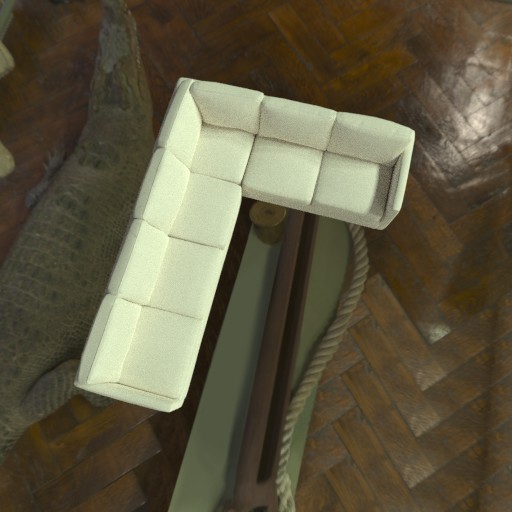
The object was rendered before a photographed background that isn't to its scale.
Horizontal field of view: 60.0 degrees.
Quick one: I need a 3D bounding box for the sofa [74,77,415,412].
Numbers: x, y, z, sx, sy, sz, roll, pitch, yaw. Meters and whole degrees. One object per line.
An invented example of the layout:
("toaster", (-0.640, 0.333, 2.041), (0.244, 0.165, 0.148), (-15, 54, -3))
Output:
("sofa", (0.000, 0.000, 4.478), (2.593, 0.947, 3.302), (14, 76, 4))
